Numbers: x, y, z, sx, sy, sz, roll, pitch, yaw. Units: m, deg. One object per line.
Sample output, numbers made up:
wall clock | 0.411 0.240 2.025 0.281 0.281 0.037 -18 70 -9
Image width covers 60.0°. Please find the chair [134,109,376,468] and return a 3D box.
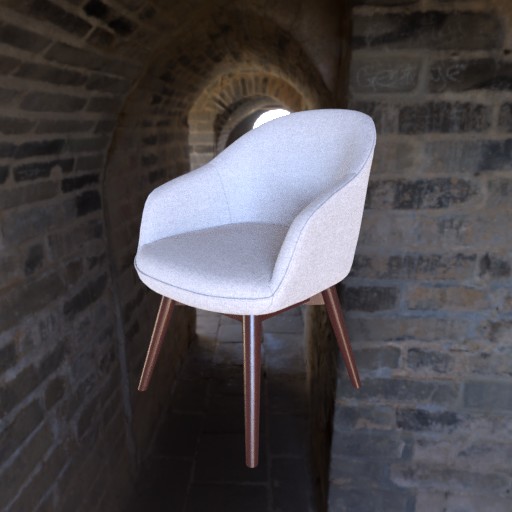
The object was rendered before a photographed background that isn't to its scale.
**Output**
chair | 0.000 0.000 1.268 0.596 0.823 0.635 14 20 42
